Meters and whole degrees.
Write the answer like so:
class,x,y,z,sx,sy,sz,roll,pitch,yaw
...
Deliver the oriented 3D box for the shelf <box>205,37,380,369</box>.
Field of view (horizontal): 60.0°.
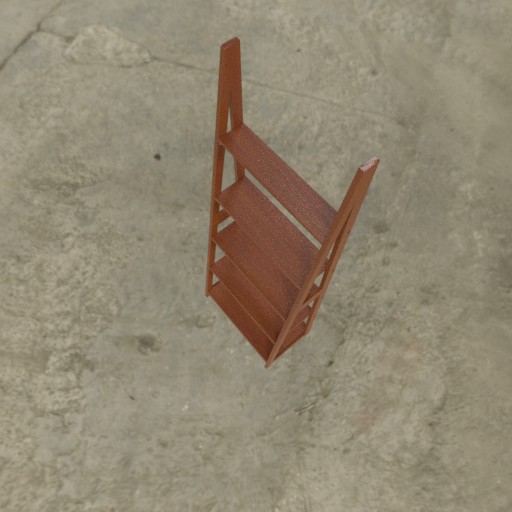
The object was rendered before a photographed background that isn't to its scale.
class,x,y,z,sx,sy,sz,roll,pitch,yaw
shelf,0.000,0.000,2.060,0.356,1.780,0.630,-37,70,-16
